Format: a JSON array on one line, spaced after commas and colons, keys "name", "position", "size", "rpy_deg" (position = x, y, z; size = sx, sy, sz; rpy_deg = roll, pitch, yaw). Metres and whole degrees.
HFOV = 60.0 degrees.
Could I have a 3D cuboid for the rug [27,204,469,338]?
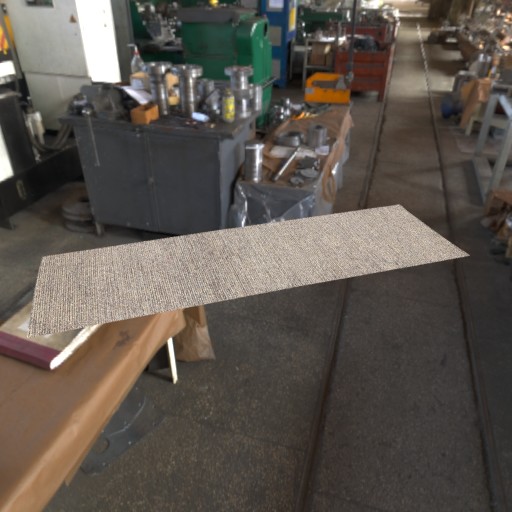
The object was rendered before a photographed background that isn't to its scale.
[{"name": "rug", "position": [0.000, 0.000, 2.519], "size": [2.335, 0.013, 0.697], "rpy_deg": [-9, 34, -14]}]
